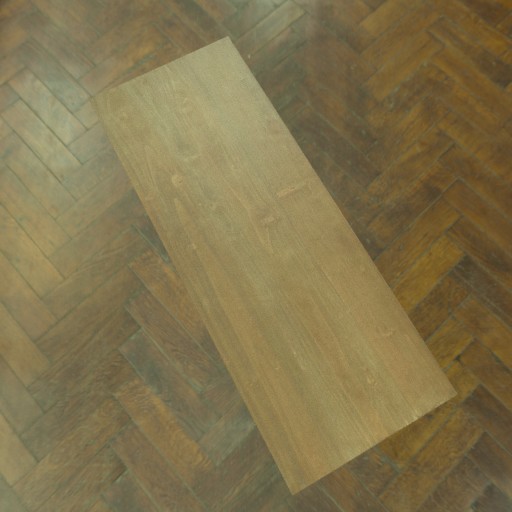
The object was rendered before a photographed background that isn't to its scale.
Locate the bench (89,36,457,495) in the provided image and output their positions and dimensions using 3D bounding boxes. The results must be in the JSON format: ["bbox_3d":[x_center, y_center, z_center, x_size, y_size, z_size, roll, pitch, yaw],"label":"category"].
[{"bbox_3d":[0.000,0.000,1.395,0.458,0.458,1.183,-28,76,-7],"label":"bench"}]
